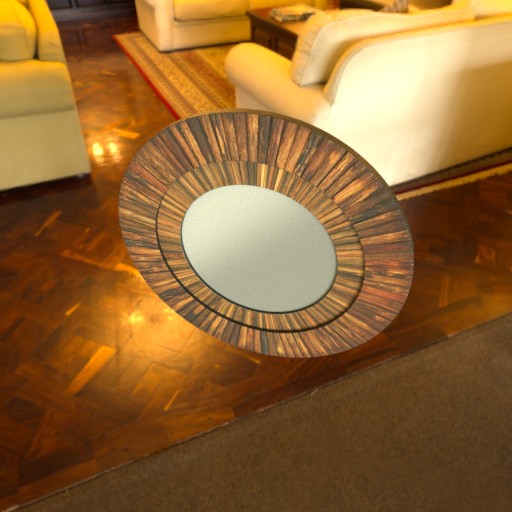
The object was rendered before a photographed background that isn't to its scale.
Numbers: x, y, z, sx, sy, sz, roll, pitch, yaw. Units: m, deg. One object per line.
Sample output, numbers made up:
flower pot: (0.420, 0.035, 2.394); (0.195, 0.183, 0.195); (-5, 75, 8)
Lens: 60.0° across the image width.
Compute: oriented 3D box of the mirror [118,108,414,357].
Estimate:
mirror: (0.000, 0.000, 1.604); (1.077, 1.077, 0.036); (11, 42, 13)
